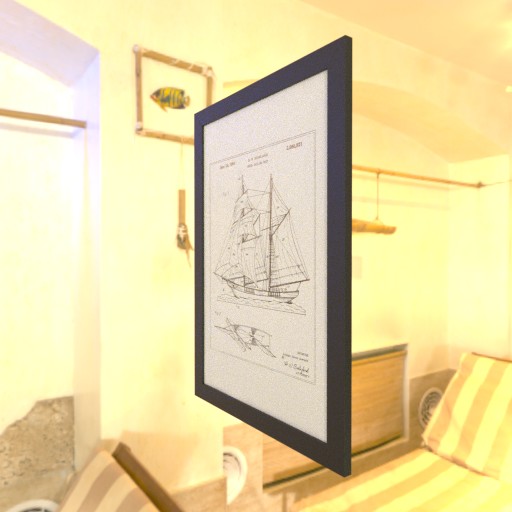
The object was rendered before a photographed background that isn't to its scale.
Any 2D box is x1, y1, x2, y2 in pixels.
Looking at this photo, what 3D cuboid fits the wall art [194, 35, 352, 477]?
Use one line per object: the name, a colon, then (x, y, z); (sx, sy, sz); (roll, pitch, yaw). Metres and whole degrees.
wall art: (0.000, 0.000, 0.691); (0.013, 0.534, 0.381); (0, 1, -36)
